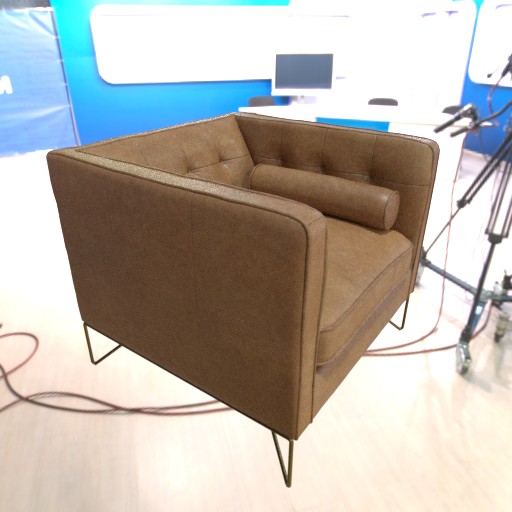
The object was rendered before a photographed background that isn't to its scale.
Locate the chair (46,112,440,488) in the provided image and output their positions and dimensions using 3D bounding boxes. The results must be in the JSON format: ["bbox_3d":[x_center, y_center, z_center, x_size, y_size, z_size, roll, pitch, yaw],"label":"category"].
[{"bbox_3d":[0.000,0.000,1.563,0.912,0.797,0.920,18,32,31],"label":"chair"}]
